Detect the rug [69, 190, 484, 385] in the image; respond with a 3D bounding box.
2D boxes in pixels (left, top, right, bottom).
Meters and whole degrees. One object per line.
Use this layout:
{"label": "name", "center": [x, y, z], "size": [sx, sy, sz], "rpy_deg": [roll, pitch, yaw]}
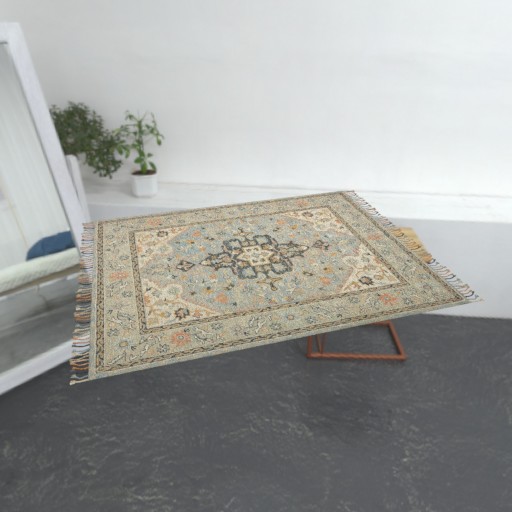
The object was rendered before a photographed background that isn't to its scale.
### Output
{"label": "rug", "center": [0.000, 0.000, 4.202], "size": [3.221, 0.011, 2.379], "rpy_deg": [-9, 33, -14]}
